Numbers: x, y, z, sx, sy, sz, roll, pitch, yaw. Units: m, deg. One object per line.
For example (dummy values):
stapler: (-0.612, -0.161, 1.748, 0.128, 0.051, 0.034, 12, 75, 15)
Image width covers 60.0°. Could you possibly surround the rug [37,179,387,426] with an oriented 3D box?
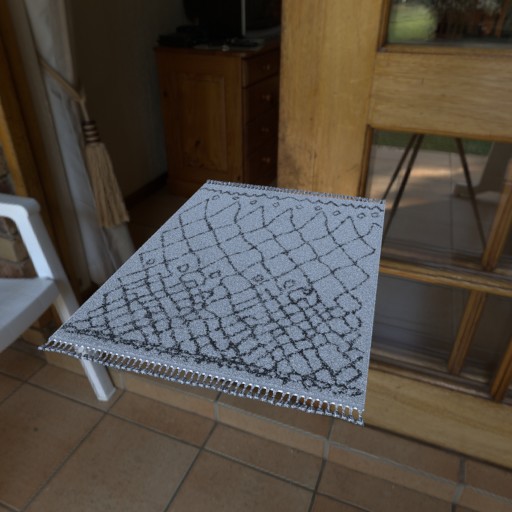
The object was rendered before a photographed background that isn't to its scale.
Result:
rug: (0.000, 0.000, 2.973, 1.613, 0.017, 2.312, 9, 33, 14)
